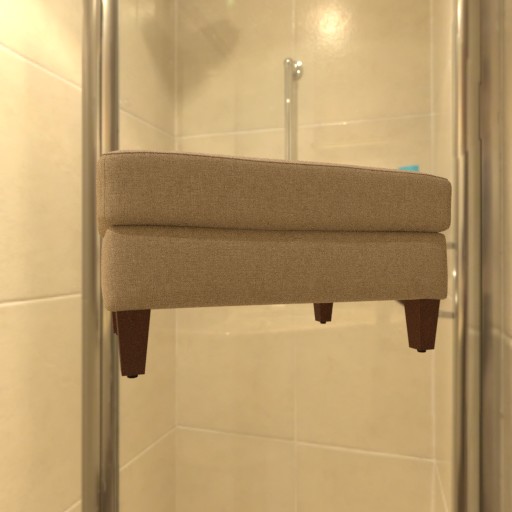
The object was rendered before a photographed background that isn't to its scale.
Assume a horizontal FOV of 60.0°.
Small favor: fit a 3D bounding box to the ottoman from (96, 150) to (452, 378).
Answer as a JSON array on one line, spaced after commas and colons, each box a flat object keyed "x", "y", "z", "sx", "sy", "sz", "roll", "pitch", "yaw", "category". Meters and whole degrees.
[{"x": 0.000, "y": 0.000, "z": 1.324, "sx": 0.898, "sy": 0.519, "sz": 0.677, "roll": 0, "pitch": 0, "yaw": -20, "category": "ottoman"}]
